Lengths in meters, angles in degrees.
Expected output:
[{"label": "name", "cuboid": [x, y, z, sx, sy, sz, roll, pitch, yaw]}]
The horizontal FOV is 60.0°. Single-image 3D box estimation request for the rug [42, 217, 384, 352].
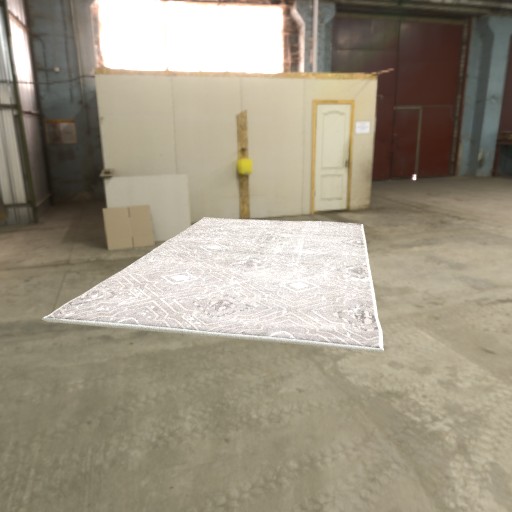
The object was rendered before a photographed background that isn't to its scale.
[{"label": "rug", "cuboid": [0.000, 0.000, 3.057, 1.537, 0.036, 2.447, 3, 16, 11]}]
